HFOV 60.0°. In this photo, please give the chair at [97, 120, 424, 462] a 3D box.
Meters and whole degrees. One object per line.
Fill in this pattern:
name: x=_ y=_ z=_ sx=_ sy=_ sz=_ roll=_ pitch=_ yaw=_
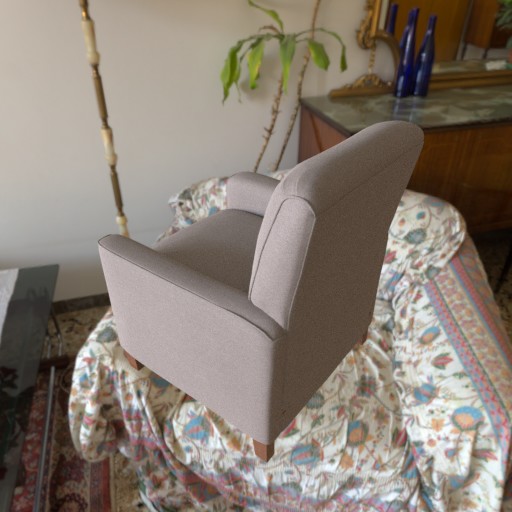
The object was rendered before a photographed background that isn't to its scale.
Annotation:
chair: x=0.000 y=0.000 z=1.650 sx=0.859 sy=1.023 sz=0.845 roll=23 pitch=39 yaw=31
